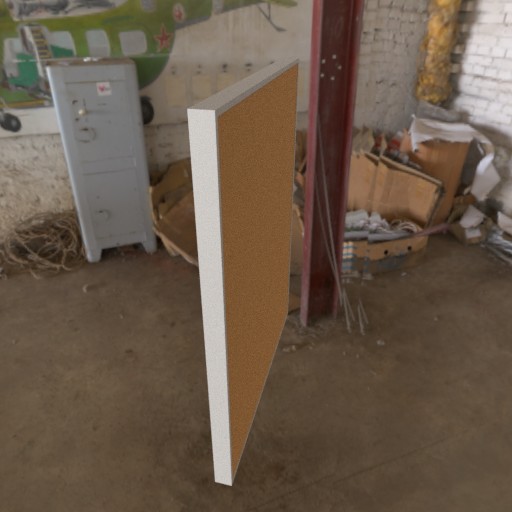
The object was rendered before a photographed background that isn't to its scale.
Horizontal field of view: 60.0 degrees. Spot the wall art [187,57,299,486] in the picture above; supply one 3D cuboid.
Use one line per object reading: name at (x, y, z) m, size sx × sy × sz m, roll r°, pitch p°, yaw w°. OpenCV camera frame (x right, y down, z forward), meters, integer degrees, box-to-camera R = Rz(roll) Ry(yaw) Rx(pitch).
wall art at (0.000, 0.000, 1.001) m, size 0.055 × 0.763 × 0.611 m, roll 7°, pitch 31°, yaw 13°
